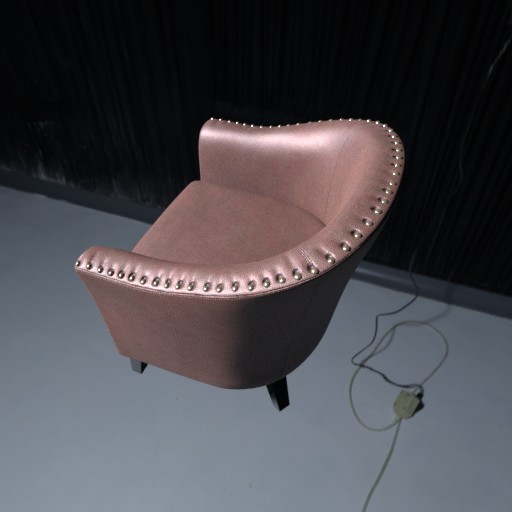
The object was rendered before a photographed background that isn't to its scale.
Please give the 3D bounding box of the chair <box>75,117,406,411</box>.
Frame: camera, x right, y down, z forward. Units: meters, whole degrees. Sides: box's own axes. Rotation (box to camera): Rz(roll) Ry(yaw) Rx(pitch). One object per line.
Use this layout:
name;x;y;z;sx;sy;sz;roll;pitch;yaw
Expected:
chair;0.000;0.000;1.431;0.748;0.823;0.794;17;49;15
